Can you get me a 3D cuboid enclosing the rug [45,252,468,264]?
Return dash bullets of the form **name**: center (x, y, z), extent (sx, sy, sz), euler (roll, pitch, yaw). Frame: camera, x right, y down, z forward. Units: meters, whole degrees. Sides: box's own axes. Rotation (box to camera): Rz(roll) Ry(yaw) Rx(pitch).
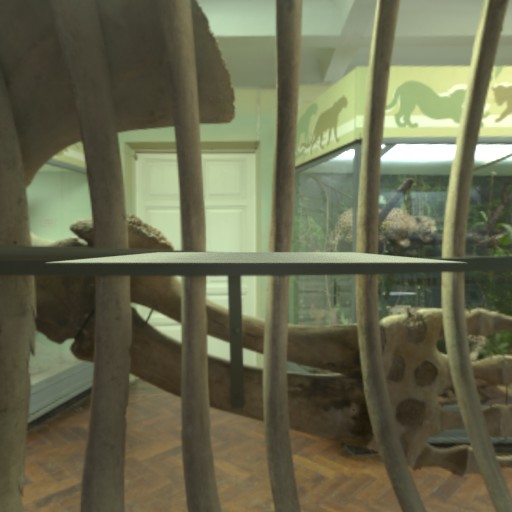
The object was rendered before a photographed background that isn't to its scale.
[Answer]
- **rug**: center (0.000, 0.000, 4.073), extent (2.453, 0.010, 3.037), euler (0, 2, 0)
